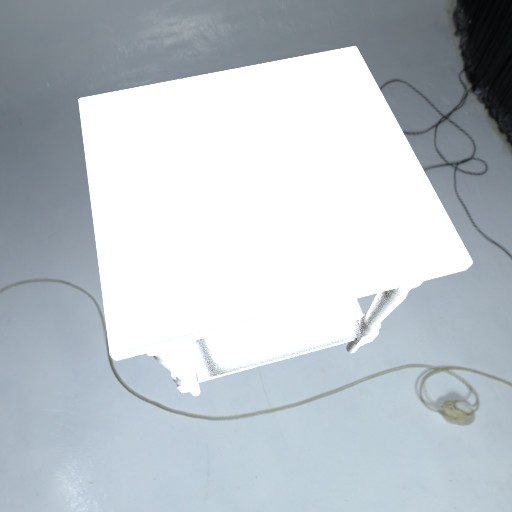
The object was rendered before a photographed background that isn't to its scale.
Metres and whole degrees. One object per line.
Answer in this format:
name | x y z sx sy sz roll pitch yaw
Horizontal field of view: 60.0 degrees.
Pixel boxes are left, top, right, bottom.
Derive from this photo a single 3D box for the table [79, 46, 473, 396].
table | 0.000 0.000 0.912 0.488 0.565 0.442 -14 64 -7
